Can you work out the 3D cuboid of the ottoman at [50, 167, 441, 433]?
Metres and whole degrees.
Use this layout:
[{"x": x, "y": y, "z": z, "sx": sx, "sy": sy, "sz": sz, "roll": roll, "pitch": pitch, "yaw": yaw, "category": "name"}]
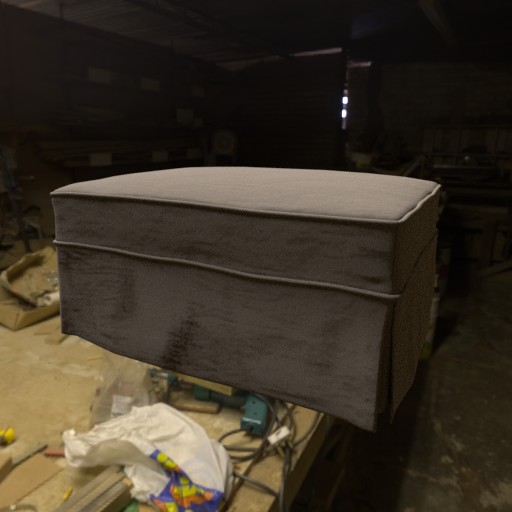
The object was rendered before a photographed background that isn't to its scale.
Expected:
[{"x": 0.000, "y": 0.000, "z": 1.269, "sx": 0.944, "sy": 0.479, "sz": 0.703, "roll": 8, "pitch": 17, "yaw": 26, "category": "ottoman"}]
